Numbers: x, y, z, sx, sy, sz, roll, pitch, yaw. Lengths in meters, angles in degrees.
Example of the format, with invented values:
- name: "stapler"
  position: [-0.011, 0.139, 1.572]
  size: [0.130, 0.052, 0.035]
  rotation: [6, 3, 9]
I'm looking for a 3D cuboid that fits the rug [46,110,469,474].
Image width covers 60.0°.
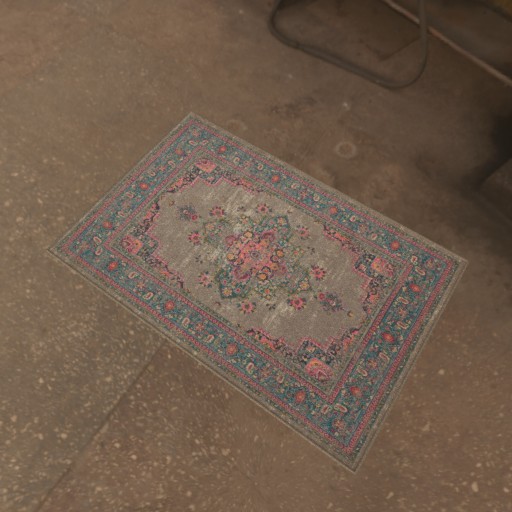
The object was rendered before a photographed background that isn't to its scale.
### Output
- name: "rug"
  position: [0.000, 0.000, 2.178]
  size: [1.748, 0.014, 1.144]
  rotation: [32, 67, 15]
